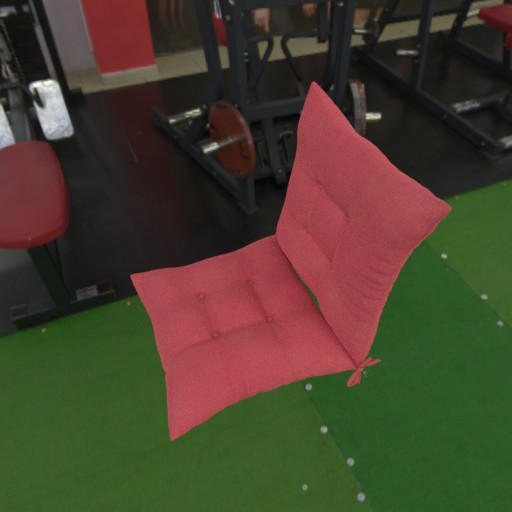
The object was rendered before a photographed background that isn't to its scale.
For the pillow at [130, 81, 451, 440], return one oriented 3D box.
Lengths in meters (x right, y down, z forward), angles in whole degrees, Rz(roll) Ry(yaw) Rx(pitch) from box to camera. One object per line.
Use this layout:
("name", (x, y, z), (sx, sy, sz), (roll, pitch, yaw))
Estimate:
("pillow", (0.000, 0.000, 1.022), (0.585, 0.536, 0.541), (-16, 49, -14))
